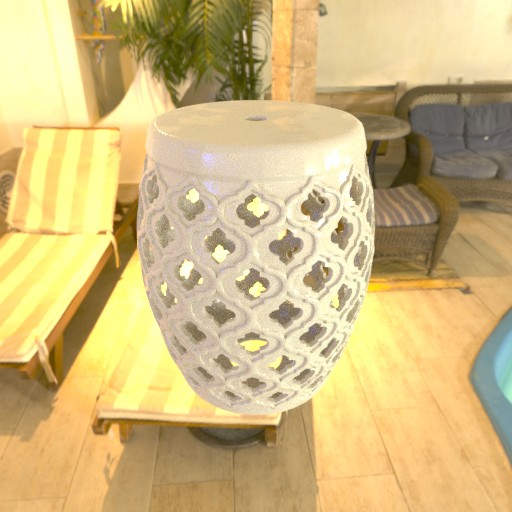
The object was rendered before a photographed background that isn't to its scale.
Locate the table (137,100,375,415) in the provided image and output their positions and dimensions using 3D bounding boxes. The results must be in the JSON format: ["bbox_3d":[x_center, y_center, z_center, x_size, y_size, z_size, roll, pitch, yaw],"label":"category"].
[{"bbox_3d":[0.000,0.000,0.639,0.325,0.388,0.325,0,29,0],"label":"table"}]
